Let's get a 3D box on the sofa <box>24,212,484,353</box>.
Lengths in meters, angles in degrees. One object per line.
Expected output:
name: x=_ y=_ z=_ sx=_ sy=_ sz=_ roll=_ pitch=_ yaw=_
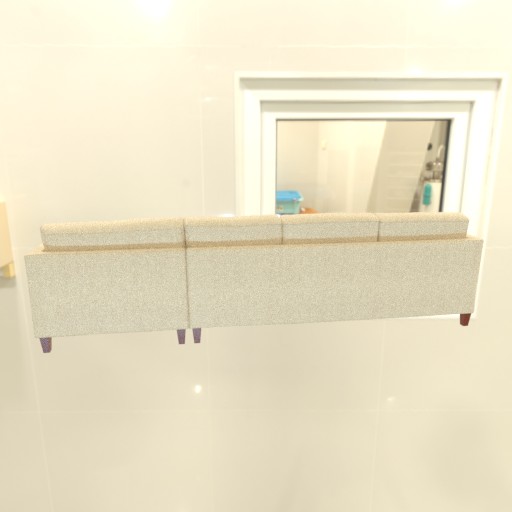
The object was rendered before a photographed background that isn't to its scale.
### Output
sofa: x=0.000 y=0.000 z=4.086 sx=3.471 sy=0.954 sz=1.603 roll=-2 pitch=15 yaw=-8
